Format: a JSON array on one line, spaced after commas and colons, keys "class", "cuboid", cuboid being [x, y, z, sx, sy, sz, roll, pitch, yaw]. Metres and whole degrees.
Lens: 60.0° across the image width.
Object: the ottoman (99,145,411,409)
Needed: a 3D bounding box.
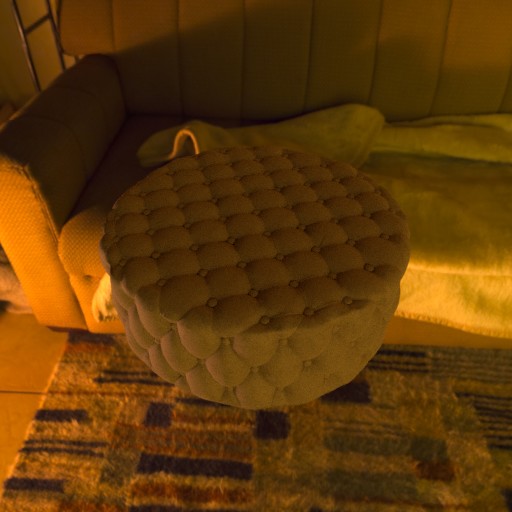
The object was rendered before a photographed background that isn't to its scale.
[{"class": "ottoman", "cuboid": [0.000, 0.000, 1.544, 0.998, 0.399, 0.998, 0, 40, 0]}]
